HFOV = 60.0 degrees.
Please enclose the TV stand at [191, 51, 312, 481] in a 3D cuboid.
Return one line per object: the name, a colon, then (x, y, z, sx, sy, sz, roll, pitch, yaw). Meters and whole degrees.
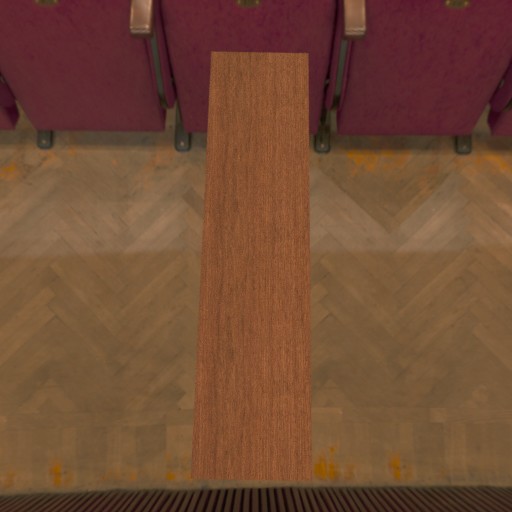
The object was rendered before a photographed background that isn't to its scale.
TV stand: (0.000, 0.000, 1.704, 0.366, 0.409, 1.482, 1, 77, 0)
